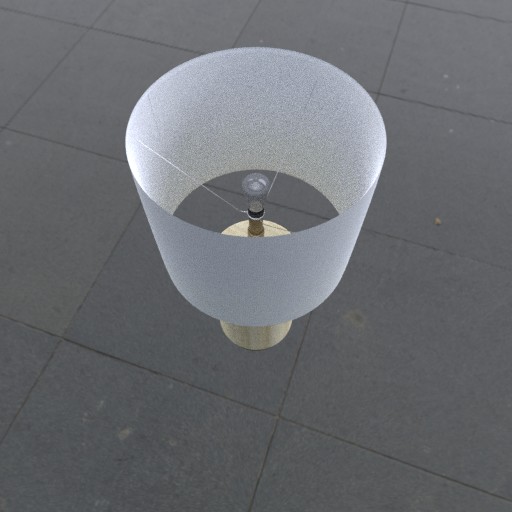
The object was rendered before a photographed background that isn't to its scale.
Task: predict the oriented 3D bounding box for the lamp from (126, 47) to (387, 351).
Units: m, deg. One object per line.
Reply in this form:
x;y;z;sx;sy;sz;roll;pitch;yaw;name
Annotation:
0.000;0.000;0.579;0.228;0.444;0.228;31;64;16;lamp
